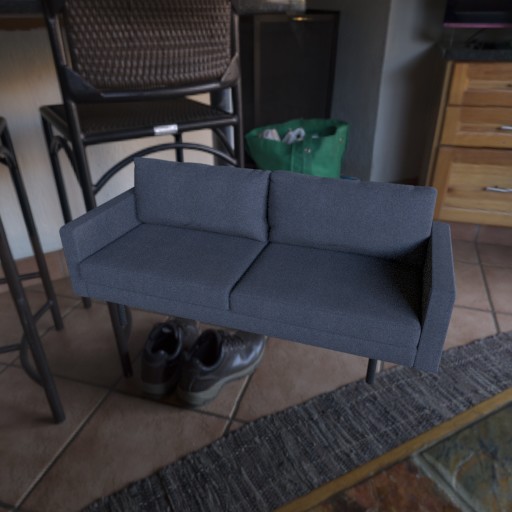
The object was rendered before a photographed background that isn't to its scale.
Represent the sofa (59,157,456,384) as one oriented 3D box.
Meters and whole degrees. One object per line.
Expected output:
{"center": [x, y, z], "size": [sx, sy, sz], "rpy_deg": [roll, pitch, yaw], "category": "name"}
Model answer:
{"center": [0.000, 0.000, 2.622], "size": [2.100, 0.880, 0.880], "rpy_deg": [9, 29, 17], "category": "sofa"}
